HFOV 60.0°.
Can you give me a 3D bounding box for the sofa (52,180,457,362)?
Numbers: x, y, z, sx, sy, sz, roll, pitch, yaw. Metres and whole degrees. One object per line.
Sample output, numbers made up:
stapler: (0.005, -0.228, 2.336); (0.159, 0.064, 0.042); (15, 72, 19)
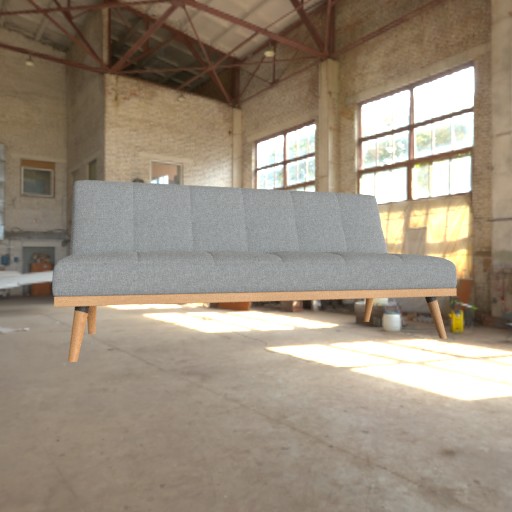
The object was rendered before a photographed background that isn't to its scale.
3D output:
sofa: (0.000, 0.000, 2.264); (1.820, 0.800, 0.800); (0, -1, -17)
